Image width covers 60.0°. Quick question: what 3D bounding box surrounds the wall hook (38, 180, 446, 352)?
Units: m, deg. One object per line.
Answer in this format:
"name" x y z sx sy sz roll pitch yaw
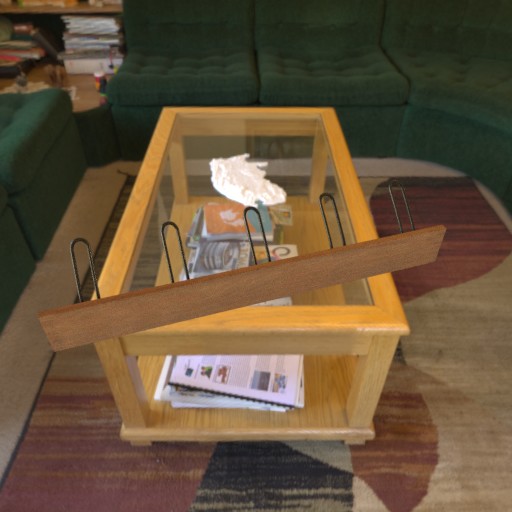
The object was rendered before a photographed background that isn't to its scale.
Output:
"wall hook" 0.000 0.000 0.611 0.554 0.116 0.076 -12 42 -13
